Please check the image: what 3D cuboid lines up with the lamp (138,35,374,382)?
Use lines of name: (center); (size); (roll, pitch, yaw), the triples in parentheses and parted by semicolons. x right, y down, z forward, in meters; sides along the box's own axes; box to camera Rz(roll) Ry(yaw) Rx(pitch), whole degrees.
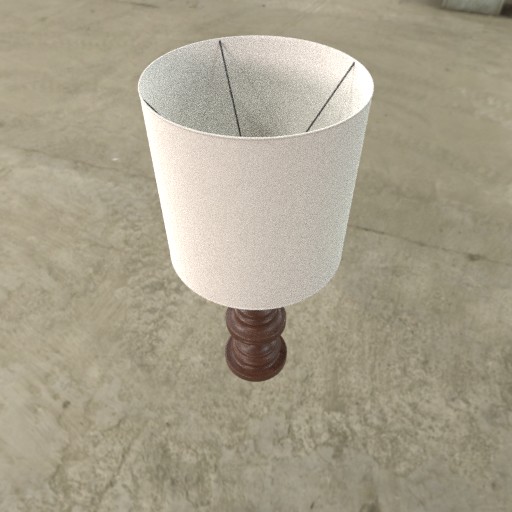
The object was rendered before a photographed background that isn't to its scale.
lamp: (0.000, 0.000, 0.560); (0.208, 0.455, 0.208); (-33, 54, -28)
